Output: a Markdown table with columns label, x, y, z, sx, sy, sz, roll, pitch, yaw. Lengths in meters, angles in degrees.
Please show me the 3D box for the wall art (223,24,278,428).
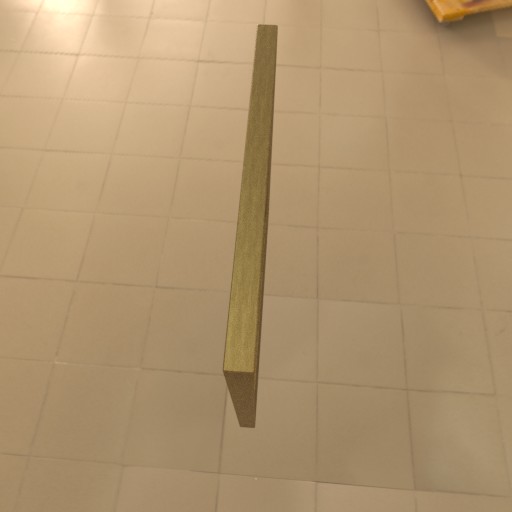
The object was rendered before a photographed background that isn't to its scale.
| label | x | y | z | sx | sy | sz | roll | pitch | yaw |
| --- | --- | --- | --- | --- | --- | --- | --- | --- | --- |
| wall art | 0.000 | 0.000 | 0.760 | 0.030 | 0.506 | 0.503 | 3 | 63 | 2 |
